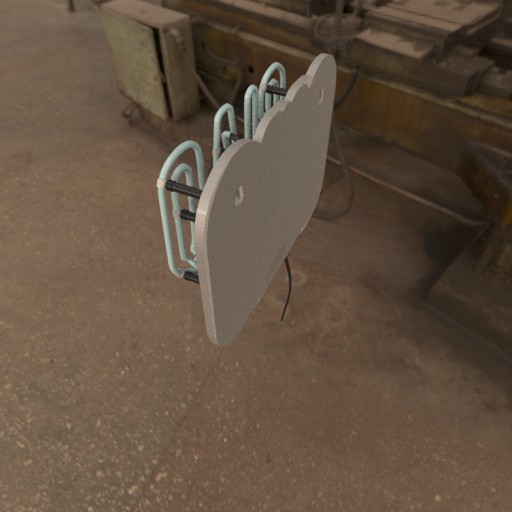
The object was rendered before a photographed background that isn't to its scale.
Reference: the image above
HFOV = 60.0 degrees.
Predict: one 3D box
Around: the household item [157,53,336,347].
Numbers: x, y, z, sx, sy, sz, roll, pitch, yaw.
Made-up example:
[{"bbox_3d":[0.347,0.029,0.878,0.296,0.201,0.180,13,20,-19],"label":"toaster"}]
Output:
[{"bbox_3d":[0.000,0.000,0.380,0.042,0.294,0.211,19,48,18],"label":"household item"}]
